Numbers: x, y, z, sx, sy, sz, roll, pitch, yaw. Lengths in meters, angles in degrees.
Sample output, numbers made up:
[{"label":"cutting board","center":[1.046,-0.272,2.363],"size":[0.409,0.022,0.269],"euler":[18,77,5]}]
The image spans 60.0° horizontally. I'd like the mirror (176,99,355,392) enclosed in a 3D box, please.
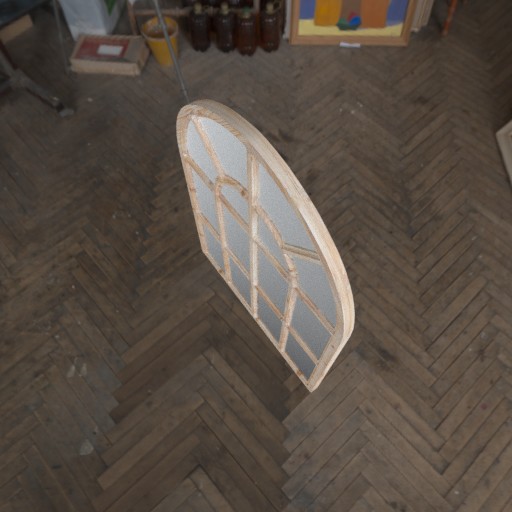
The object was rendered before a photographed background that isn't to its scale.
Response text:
[{"label":"mirror","center":[0.000,0.000,1.191],"size":[0.032,0.920,0.660],"euler":[-33,68,-16]}]
